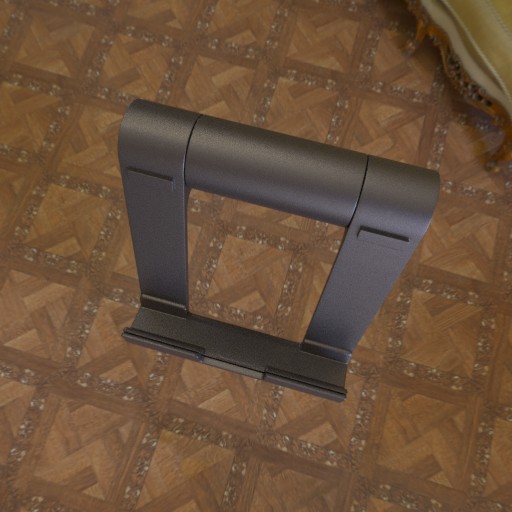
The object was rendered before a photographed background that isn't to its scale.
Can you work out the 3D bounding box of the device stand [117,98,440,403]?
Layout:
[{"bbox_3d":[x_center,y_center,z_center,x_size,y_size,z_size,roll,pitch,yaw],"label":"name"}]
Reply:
[{"bbox_3d":[0.000,0.000,0.153,0.088,0.084,0.079,15,75,4],"label":"device stand"}]
